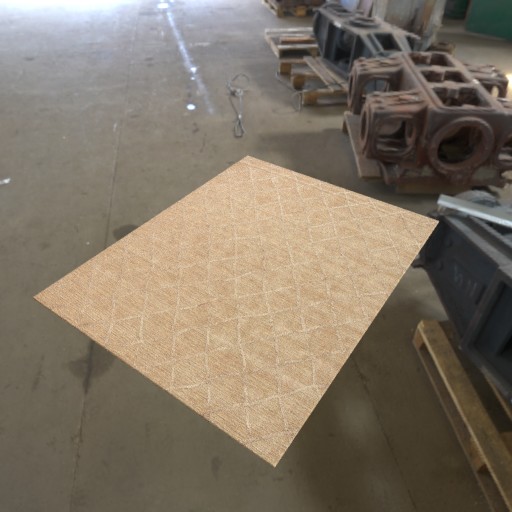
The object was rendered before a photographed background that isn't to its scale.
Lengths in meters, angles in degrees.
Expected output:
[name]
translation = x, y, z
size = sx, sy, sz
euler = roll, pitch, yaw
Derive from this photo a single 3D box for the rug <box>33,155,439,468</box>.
[rug]
translation = 0.000, 0.000, 4.110
size = 2.420, 0.019, 3.039
euler = 25, 46, 26
